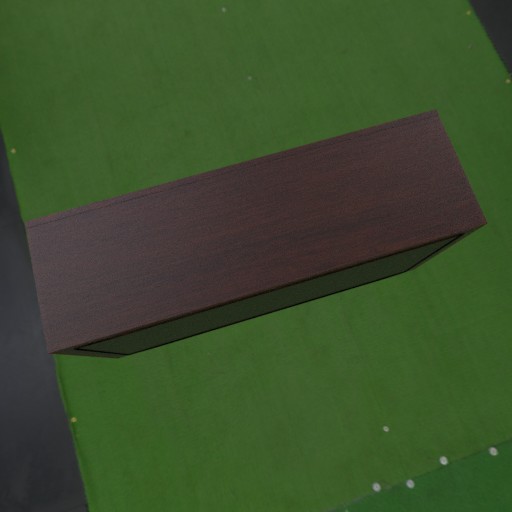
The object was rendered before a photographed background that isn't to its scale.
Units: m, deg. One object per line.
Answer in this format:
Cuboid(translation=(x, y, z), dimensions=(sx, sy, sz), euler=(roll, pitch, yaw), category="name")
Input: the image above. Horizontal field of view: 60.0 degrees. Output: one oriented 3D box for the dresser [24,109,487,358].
Cuboid(translation=(0.000, 0.000, 2.079), dimensions=(1.609, 0.971, 0.499), euler=(-16, 76, -4), category="dresser")
